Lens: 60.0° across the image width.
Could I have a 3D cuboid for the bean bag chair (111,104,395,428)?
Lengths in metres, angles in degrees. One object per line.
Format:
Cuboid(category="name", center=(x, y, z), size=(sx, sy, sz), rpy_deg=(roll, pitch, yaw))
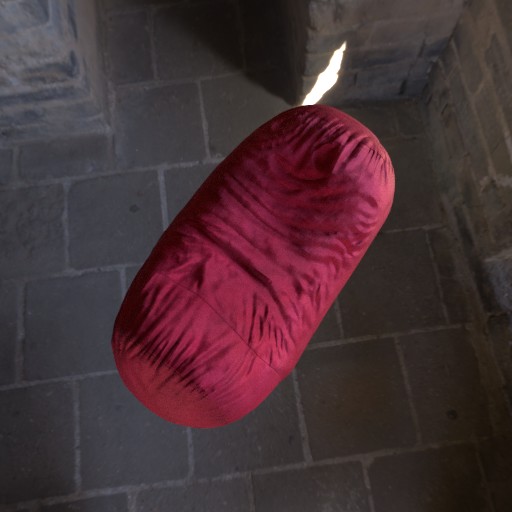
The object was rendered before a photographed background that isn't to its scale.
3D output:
Cuboid(category="bean bag chair", center=(0.000, 0.000, 2.904), size=(1.216, 0.867, 2.293), rpy_deg=(35, 78, 8))
